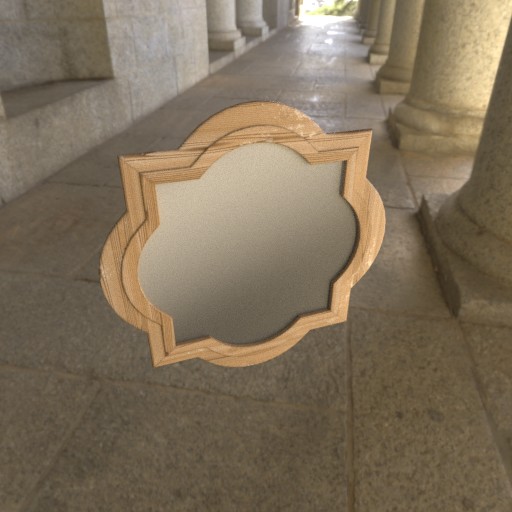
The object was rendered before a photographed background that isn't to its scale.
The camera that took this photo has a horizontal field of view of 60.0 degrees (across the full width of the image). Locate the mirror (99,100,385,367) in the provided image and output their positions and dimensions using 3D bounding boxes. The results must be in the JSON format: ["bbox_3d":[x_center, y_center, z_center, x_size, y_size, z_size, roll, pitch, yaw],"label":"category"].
[{"bbox_3d":[0.000,0.000,1.045,0.686,0.686,0.019,-10,33,-16],"label":"mirror"}]
